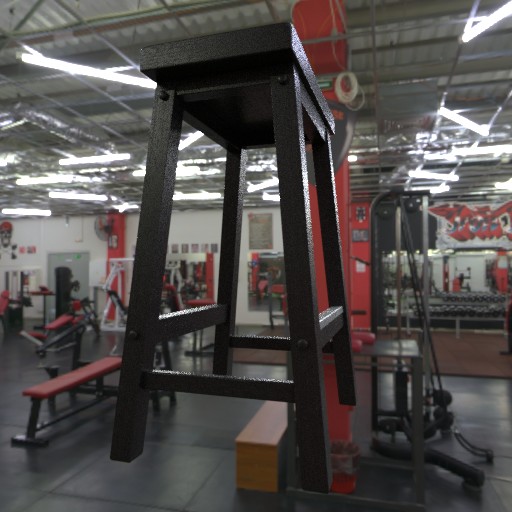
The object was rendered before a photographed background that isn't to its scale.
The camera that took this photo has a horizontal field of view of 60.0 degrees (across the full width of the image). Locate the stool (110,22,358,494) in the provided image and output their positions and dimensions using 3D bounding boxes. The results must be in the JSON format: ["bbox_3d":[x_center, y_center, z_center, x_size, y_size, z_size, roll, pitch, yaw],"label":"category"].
[{"bbox_3d":[0.000,0.000,0.803,0.322,0.610,0.406,0,-2,18],"label":"stool"}]
